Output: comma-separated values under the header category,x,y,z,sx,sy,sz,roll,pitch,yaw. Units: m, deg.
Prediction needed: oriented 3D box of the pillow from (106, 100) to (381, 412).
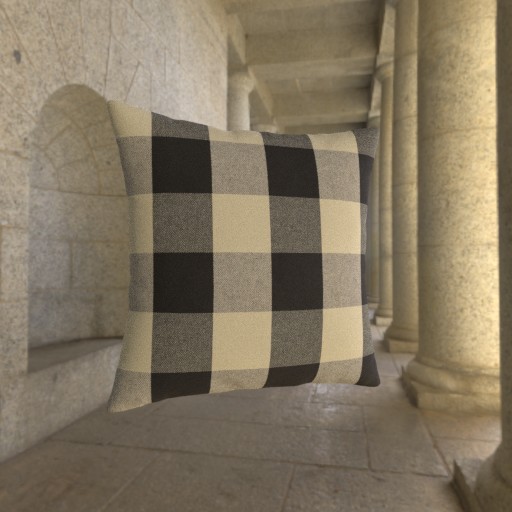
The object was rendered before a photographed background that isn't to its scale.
category,x,y,z,sx,sy,sz,roll,pitch,yaw
pillow,0.000,0.000,0.797,0.511,0.509,0.161,0,-1,-18
